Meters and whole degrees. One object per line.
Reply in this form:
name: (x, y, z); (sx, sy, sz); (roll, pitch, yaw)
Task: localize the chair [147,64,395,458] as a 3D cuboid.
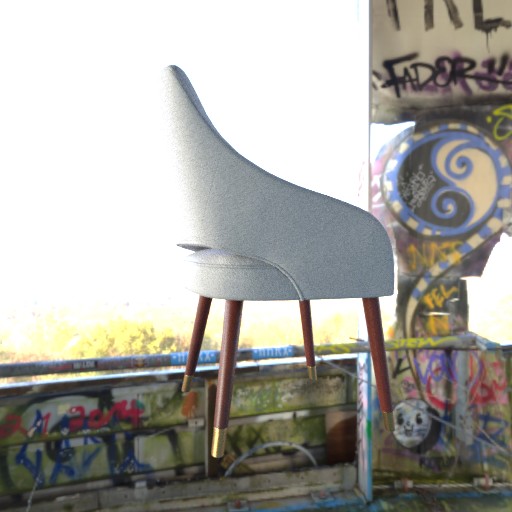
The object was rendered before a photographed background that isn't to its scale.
chair: (0.000, 0.000, 1.271); (0.600, 0.889, 0.609); (0, 1, -17)
